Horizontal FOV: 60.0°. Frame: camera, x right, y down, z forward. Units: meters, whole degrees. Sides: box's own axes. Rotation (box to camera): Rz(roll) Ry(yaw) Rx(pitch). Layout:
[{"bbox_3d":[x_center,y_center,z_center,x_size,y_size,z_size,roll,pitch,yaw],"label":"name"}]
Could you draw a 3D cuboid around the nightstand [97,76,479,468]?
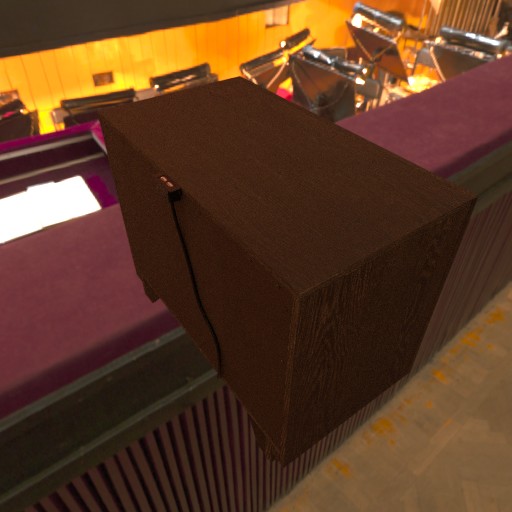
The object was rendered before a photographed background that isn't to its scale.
[{"bbox_3d":[0.000,0.000,1.148,0.457,0.612,0.775,-25,47,-26],"label":"nightstand"}]
